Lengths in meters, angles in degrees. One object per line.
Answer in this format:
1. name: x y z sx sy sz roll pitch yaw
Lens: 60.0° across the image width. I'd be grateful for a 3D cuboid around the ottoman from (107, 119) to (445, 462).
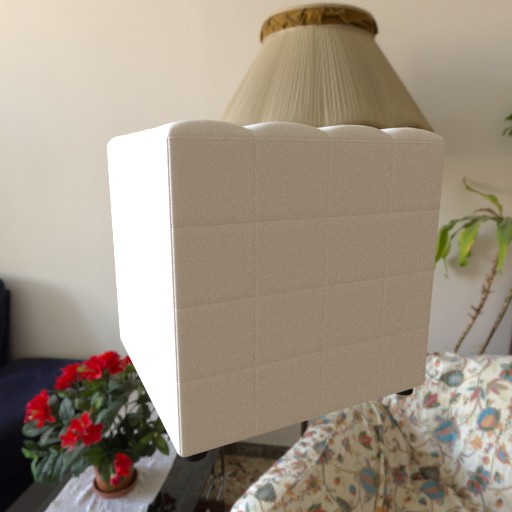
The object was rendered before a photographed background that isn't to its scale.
1. ottoman: 0.000 0.000 0.792 0.425 0.432 0.425 -6 14 -26
